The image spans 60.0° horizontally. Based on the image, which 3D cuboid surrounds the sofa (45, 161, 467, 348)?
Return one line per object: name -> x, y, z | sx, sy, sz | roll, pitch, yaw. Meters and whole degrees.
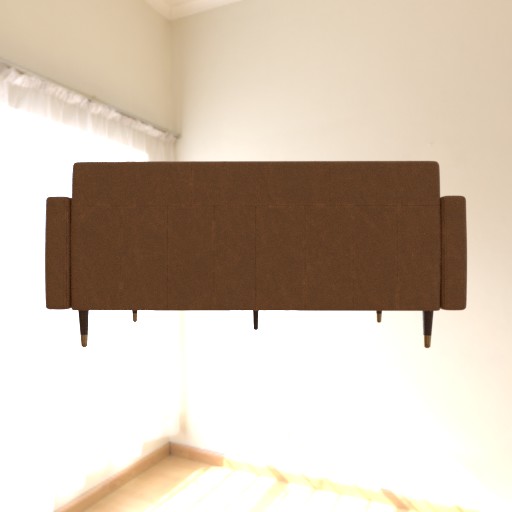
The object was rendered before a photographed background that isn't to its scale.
sofa -> 0.000, 0.000, 2.388 | 1.847, 0.821, 0.993 | 0, -1, 1
